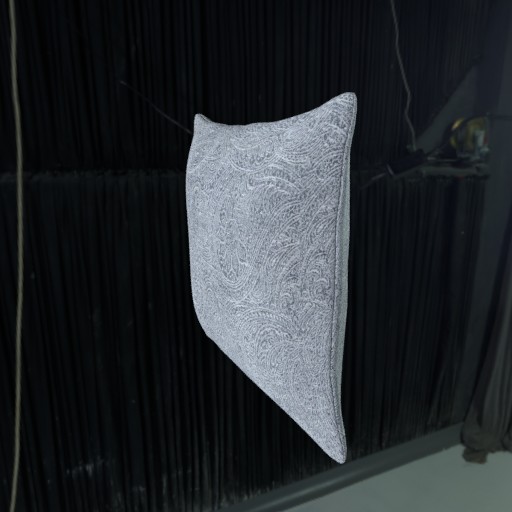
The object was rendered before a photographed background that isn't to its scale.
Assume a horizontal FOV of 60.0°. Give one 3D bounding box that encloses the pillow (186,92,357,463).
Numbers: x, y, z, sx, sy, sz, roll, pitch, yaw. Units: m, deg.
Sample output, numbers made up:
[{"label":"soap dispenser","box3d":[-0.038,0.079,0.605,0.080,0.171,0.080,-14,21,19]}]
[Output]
[{"label":"pillow","box3d":[0.000,0.000,0.794,0.166,0.510,0.523,-8,16,-27]}]
